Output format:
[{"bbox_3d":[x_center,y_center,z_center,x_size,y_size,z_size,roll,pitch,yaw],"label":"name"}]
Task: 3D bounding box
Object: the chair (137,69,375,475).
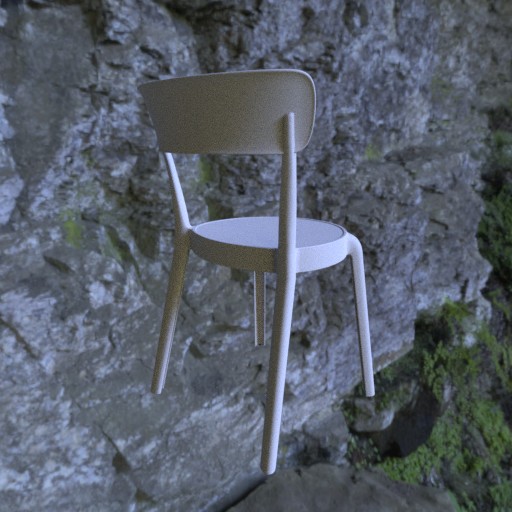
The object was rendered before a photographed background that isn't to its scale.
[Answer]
[{"bbox_3d":[0.000,0.000,1.104,0.506,0.790,0.491,14,20,43],"label":"chair"}]
